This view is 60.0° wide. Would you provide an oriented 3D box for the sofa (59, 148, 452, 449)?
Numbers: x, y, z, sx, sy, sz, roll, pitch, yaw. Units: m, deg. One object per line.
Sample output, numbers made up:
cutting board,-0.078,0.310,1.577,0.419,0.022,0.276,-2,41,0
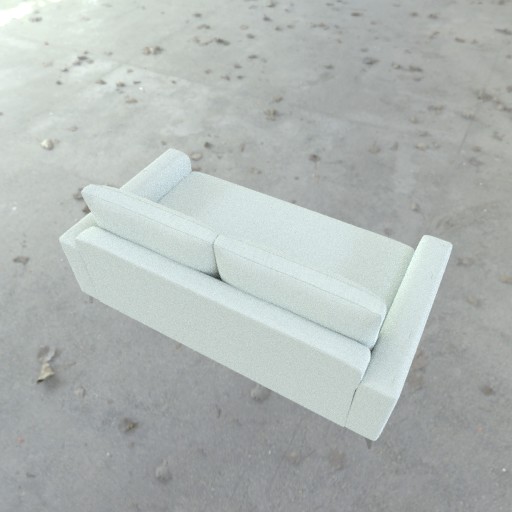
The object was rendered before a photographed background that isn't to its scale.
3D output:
sofa,0.000,0.000,2.171,1.650,0.790,0.920,22,50,20
